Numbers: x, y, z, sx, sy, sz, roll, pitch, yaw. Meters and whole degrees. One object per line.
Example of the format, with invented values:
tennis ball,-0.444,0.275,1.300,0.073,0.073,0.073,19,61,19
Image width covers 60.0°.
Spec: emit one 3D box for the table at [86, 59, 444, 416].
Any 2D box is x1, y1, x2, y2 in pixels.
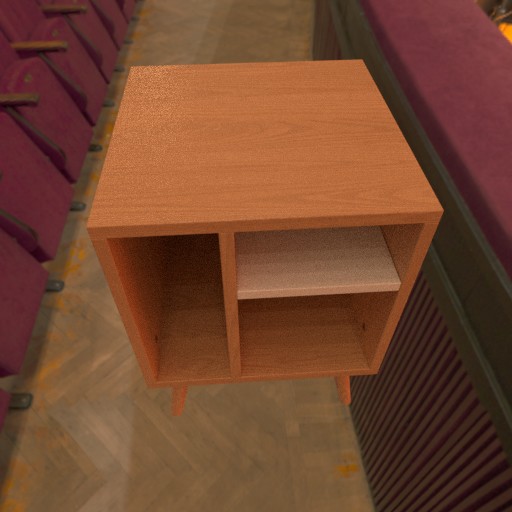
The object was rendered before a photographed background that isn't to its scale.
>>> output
table,0.000,0.000,0.830,0.400,0.550,0.400,-3,47,-3
